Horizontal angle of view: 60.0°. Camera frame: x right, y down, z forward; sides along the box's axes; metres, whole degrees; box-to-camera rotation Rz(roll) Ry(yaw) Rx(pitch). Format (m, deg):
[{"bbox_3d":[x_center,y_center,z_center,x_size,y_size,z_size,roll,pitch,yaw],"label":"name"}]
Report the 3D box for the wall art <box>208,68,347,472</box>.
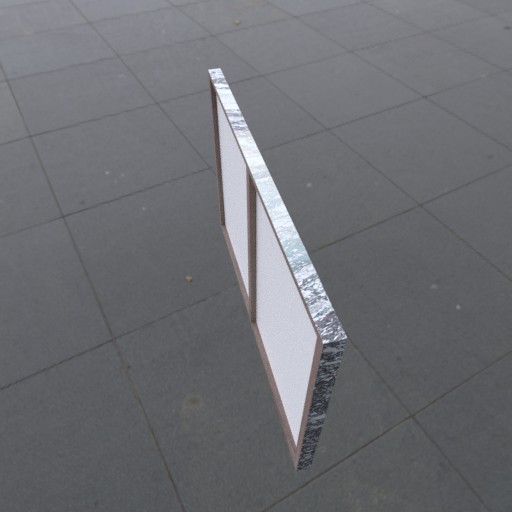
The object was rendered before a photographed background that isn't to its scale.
[{"bbox_3d":[0.000,0.000,1.175,0.038,0.598,0.919,-11,48,-10],"label":"wall art"}]
